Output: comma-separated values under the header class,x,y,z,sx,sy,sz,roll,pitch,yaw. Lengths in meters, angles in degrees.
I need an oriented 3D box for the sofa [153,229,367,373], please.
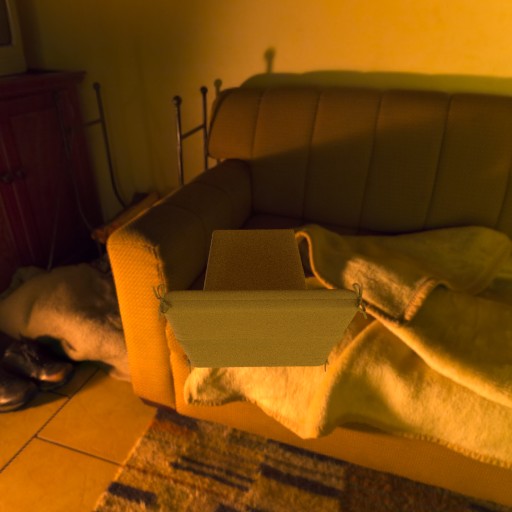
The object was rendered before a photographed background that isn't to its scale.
class,x,y,z,sx,sy,sz,roll,pitch,yaw
sofa,0.000,0.000,1.985,0.582,0.622,1.663,-1,28,-1
